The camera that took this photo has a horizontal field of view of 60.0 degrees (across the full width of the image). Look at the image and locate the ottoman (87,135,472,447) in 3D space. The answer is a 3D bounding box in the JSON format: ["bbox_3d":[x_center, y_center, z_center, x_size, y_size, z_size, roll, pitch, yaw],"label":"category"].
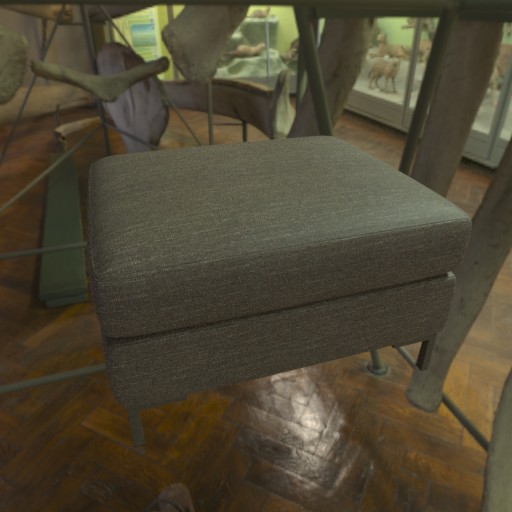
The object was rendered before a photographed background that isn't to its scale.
[{"bbox_3d":[0.000,0.000,1.202,0.820,0.490,0.671,-9,32,-15],"label":"ottoman"}]
